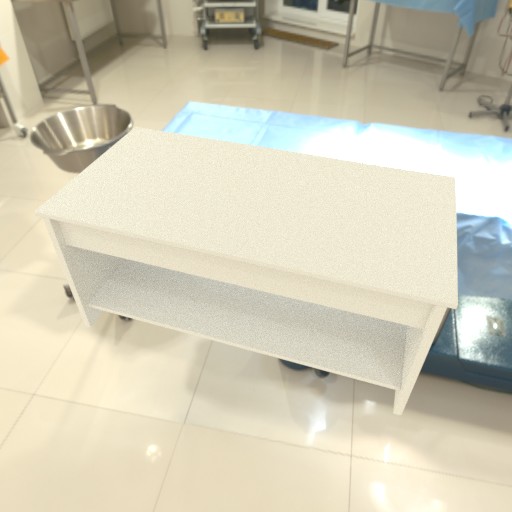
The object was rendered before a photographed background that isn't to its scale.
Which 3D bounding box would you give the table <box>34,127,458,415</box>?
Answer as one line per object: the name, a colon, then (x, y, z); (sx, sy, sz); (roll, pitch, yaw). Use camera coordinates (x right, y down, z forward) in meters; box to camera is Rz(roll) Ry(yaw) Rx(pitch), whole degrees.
table: (0.000, 0.000, 1.311); (1.000, 0.441, 0.500); (12, 43, 14)
